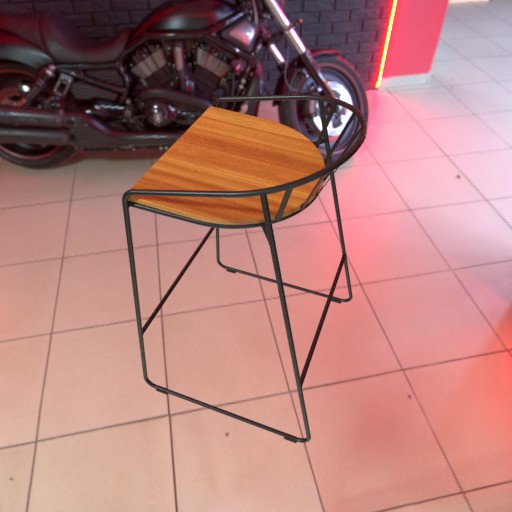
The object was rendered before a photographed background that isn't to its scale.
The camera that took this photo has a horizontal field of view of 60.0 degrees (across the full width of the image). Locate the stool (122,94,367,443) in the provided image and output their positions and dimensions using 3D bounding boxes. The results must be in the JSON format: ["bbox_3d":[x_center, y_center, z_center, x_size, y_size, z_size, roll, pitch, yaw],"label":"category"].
[{"bbox_3d":[0.000,0.000,1.187,0.521,0.812,0.546,15,47,15],"label":"stool"}]
